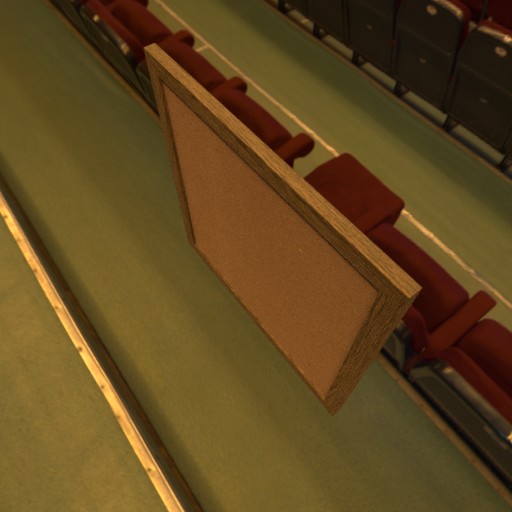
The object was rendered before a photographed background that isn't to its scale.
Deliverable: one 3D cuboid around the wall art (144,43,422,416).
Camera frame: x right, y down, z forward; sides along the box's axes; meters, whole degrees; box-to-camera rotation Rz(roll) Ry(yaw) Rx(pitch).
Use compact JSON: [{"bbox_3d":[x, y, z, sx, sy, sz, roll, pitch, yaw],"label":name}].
[{"bbox_3d":[0.000,0.000,0.751,0.019,0.508,0.508,-33,64,-19],"label":"wall art"}]
